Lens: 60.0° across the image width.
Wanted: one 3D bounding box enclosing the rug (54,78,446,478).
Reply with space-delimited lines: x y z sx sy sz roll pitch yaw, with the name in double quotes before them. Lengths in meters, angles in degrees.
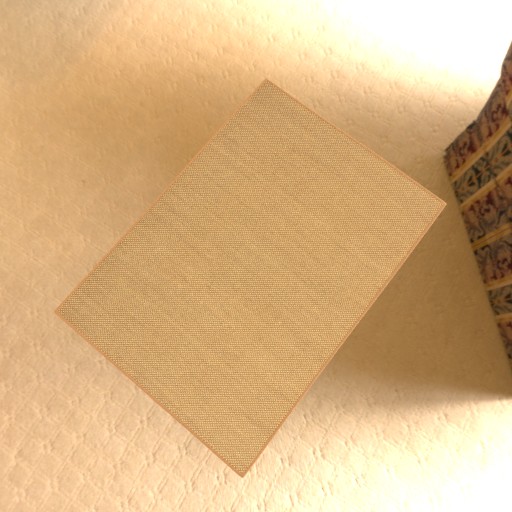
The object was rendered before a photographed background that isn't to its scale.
"rug" 0.000 0.000 2.837 1.524 0.013 2.134 38 79 9
